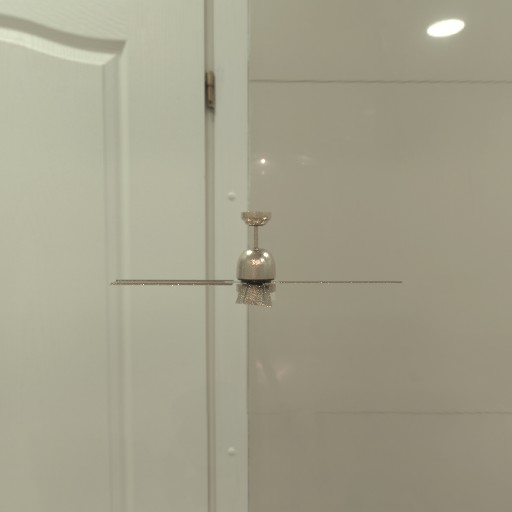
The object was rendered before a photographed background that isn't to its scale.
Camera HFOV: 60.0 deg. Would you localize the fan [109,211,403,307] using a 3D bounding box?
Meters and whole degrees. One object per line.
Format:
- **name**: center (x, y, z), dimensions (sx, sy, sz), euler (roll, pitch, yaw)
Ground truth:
- **fan**: center (0.000, 0.000, 2.077), dimensions (1.346, 0.406, 1.346), euler (0, 3, -1)
